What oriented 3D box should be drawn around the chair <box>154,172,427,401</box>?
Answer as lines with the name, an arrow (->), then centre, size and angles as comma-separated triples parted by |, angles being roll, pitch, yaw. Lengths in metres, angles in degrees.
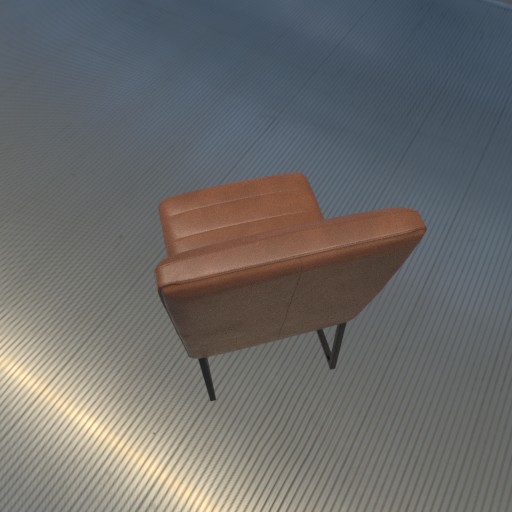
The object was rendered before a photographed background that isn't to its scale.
chair -> 0.000, 0.000, 1.320 | 0.520, 0.930, 0.634 | -12, 58, -8
